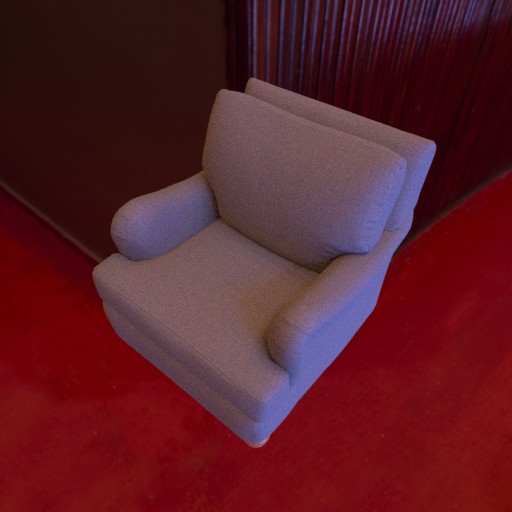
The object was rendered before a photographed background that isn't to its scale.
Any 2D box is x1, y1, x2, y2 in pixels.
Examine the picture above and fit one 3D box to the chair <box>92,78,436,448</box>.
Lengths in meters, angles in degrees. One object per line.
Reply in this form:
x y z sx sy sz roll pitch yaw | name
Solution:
0.000 0.000 1.864 0.955 1.038 1.070 30 53 26 | chair
